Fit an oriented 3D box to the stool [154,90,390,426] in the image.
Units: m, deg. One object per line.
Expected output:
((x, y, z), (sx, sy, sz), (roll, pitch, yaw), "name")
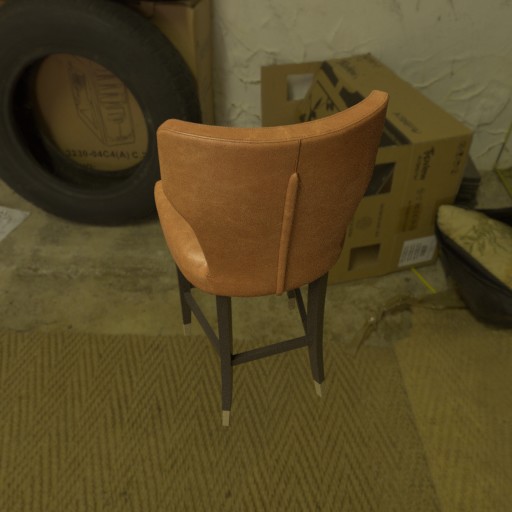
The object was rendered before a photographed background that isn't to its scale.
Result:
((0.000, 0.000, 1.378), (0.526, 1.092, 0.563), (-12, 43, -13), "stool")
